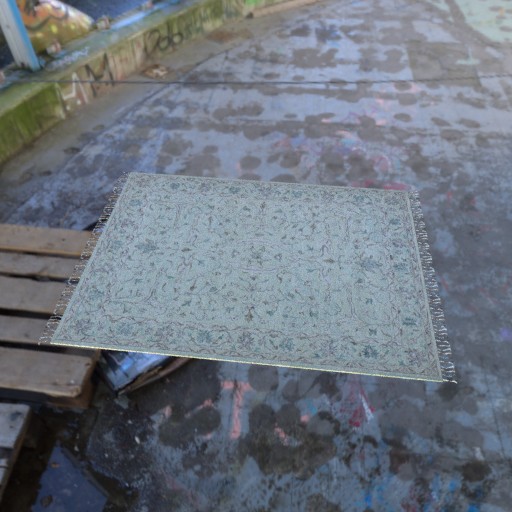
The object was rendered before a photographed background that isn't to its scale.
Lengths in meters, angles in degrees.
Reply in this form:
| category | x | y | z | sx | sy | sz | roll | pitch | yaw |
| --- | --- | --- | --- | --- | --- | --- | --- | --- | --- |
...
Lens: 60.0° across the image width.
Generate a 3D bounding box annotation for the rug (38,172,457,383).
| category | x | y | z | sx | sy | sz | roll | pitch | yaw |
| --- | --- | --- | --- | --- | --- | --- | --- | --- | --- |
| rug | 0.000 | 0.000 | 2.291 | 1.802 | 0.008 | 1.247 | 5 | 49 | 4 |
